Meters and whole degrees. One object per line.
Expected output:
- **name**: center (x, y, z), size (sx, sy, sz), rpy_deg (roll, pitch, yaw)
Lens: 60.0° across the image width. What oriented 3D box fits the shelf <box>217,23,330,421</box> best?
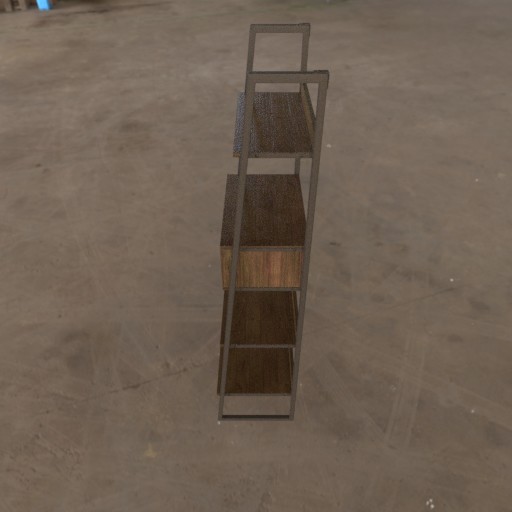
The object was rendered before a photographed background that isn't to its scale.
- **shelf**: center (0.000, 0.000, 2.245), size (0.454, 2.005, 0.652), rpy_deg (0, 40, 0)
